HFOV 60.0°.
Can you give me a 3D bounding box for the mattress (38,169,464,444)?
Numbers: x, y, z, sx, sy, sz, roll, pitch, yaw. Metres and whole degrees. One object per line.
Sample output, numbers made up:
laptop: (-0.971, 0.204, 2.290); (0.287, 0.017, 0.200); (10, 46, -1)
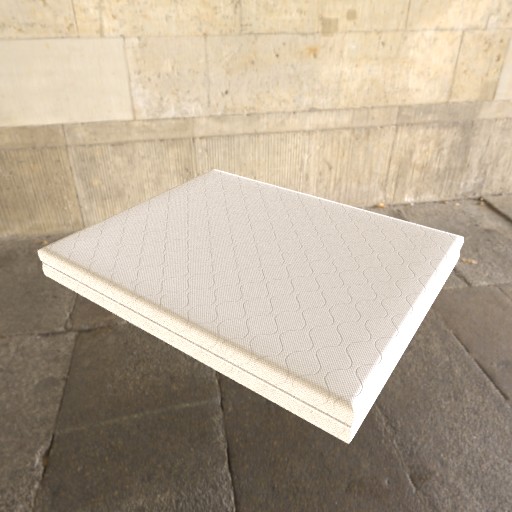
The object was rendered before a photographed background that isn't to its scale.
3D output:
mattress: (0.000, 0.000, 2.688); (2.000, 0.200, 1.600); (20, 37, 29)
